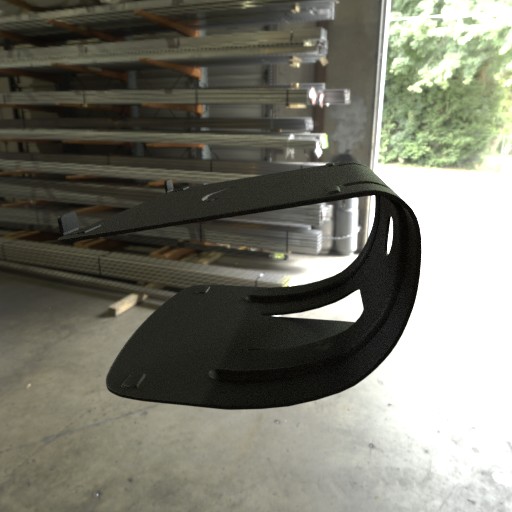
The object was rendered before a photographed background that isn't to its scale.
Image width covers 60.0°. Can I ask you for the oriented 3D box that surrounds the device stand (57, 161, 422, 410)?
[{"bbox_3d":[0.000,0.000,0.403,0.236,0.155,0.256,2,16,8],"label":"device stand"}]
